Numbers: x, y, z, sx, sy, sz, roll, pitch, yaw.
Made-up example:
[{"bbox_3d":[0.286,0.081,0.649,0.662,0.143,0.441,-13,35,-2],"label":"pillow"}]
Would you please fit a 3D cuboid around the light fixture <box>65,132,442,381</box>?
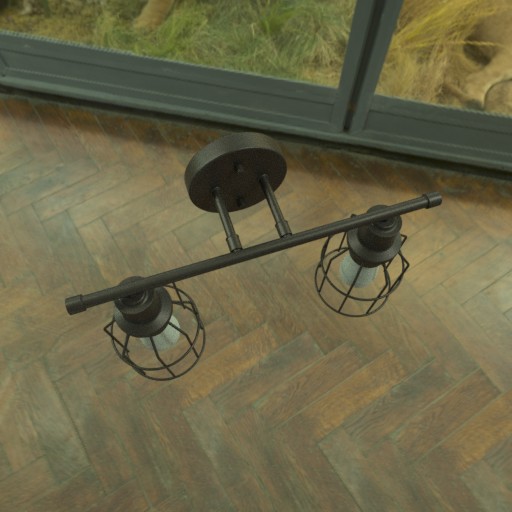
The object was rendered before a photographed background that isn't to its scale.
[{"bbox_3d":[0.000,0.000,0.536,0.406,0.254,0.165,-17,65,-8],"label":"light fixture"}]
